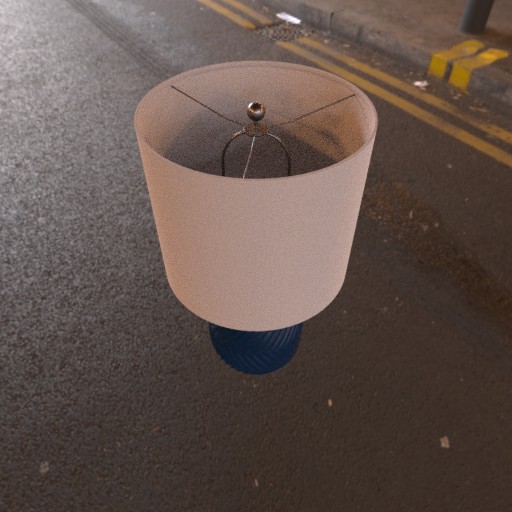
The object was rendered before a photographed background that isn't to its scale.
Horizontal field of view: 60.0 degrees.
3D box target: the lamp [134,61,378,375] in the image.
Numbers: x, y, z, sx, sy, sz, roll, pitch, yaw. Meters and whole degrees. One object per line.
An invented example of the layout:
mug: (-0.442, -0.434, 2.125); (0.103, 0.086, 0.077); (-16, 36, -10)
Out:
lamp: (0.000, 0.000, 0.503); (0.203, 0.368, 0.203); (4, 46, 4)
